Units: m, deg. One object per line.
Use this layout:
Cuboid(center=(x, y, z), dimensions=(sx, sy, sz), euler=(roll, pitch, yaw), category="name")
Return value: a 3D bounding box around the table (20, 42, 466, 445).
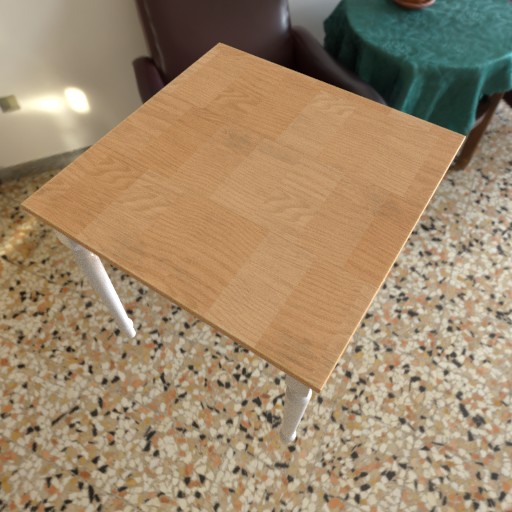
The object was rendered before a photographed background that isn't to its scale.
Cuboid(center=(0.000, 0.000, 1.337), dimensions=(0.747, 0.738, 0.747), euler=(29, 61, 18), category="table")
